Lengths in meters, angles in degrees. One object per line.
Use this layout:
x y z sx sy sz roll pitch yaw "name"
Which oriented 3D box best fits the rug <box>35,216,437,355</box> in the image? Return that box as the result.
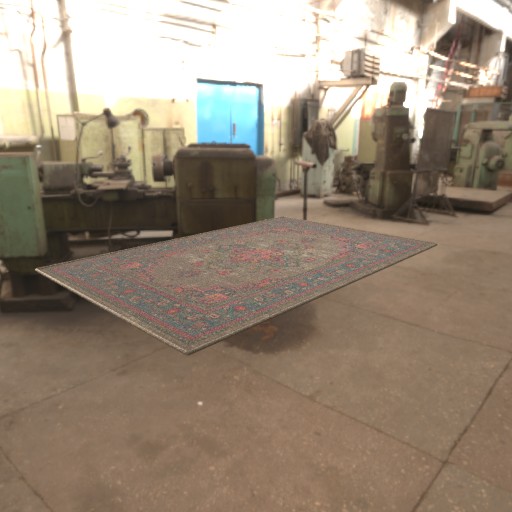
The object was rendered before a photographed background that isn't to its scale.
0.000 0.000 2.255 1.144 0.014 1.748 15 22 42 "rug"
